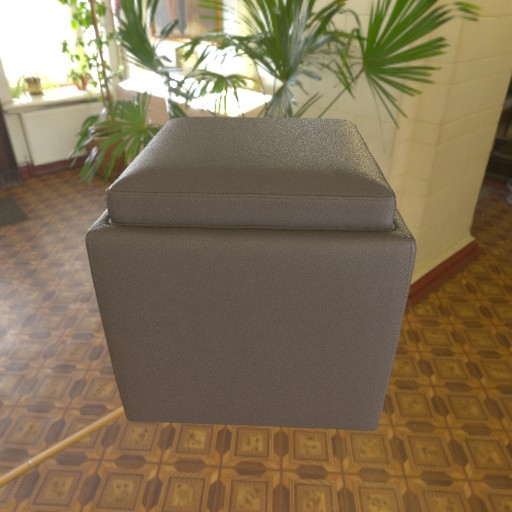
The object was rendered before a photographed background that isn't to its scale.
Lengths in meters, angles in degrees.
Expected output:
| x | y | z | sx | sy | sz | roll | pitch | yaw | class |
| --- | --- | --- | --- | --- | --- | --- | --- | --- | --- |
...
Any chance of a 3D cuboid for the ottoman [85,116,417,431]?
| x | y | z | sx | sy | sz | roll | pitch | yaw | class |
| --- | --- | --- | --- | --- | --- | --- | --- | --- | --- |
| 0.000 | 0.000 | 0.838 | 0.451 | 0.460 | 0.450 | 1 | 31 | 2 | ottoman |
